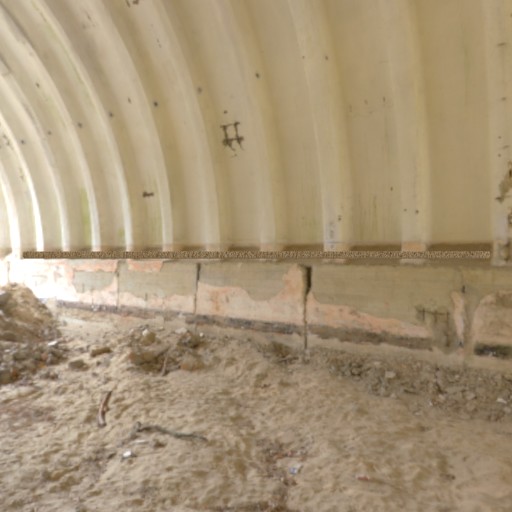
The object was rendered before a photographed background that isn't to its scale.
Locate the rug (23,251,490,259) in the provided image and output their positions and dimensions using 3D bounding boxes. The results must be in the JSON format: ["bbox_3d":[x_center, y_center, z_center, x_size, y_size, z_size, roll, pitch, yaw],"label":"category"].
[{"bbox_3d":[0.000,0.000,2.090,1.600,0.025,1.199,0,0,0],"label":"rug"}]
